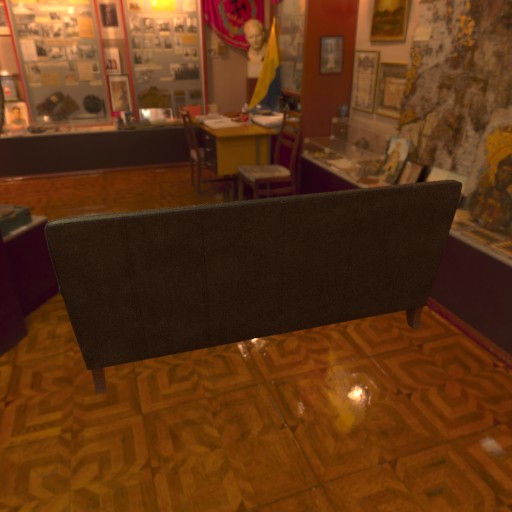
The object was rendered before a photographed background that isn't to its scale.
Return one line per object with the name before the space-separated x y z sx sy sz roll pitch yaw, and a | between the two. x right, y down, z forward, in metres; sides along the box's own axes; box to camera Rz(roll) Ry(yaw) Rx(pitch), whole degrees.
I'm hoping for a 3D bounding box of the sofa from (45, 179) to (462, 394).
sofa | 0.000 0.000 2.591 2.053 0.947 0.805 -8 27 -16
